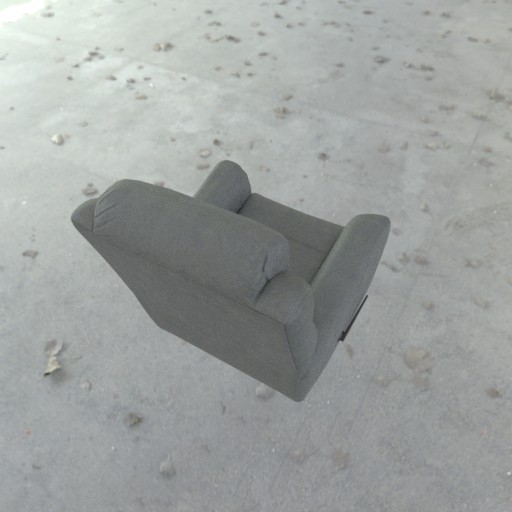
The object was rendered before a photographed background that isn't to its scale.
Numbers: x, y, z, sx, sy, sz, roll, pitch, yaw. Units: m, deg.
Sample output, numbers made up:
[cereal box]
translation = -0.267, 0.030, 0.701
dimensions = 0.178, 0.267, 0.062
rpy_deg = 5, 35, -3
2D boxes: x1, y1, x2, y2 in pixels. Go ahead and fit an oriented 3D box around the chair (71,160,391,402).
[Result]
[chair]
translation = 0.000, 0.000, 1.982
dimensions = 0.967, 1.116, 1.068
rpy_deg = 23, 51, 20
